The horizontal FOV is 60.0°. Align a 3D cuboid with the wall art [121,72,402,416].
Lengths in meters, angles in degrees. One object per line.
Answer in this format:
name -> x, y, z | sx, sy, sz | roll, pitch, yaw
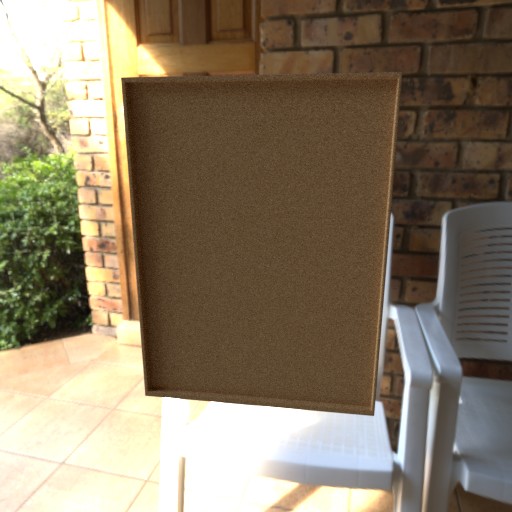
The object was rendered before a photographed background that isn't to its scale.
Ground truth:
wall art -> 0.000, 0.000, 1.336 | 0.762, 1.015, 0.031 | 2, 16, 8
